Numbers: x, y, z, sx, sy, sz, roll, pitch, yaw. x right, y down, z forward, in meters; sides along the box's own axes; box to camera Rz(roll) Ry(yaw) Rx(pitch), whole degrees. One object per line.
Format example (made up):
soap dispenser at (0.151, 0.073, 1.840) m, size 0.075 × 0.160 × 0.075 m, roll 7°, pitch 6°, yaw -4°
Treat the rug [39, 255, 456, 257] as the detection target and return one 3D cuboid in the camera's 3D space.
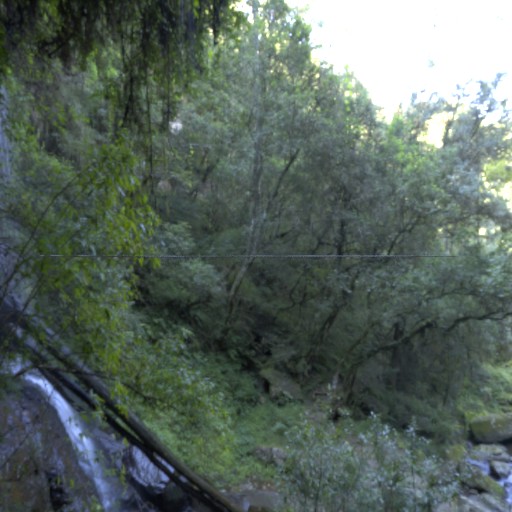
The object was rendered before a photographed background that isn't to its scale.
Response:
rug at (0.000, 0.000, 3.039) m, size 2.440 × 0.012 × 1.522 m, roll 0°, pitch 0°, yaw -37°
